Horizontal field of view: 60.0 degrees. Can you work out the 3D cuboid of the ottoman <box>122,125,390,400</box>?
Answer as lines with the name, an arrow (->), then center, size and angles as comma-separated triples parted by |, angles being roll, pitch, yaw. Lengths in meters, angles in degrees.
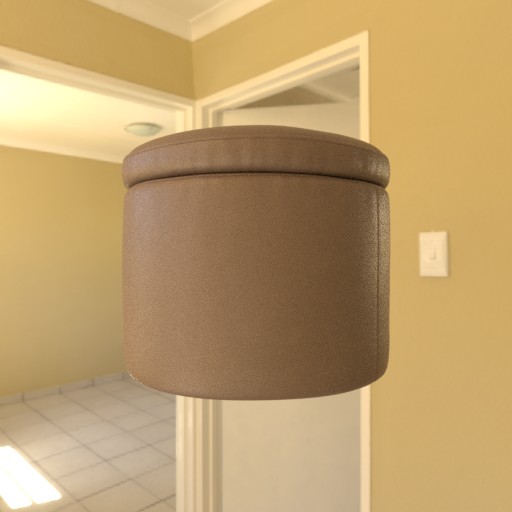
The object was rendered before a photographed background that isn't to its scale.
ottoman -> 0.000, 0.000, 0.862 | 0.500, 0.409, 0.500 | 0, 0, 0
